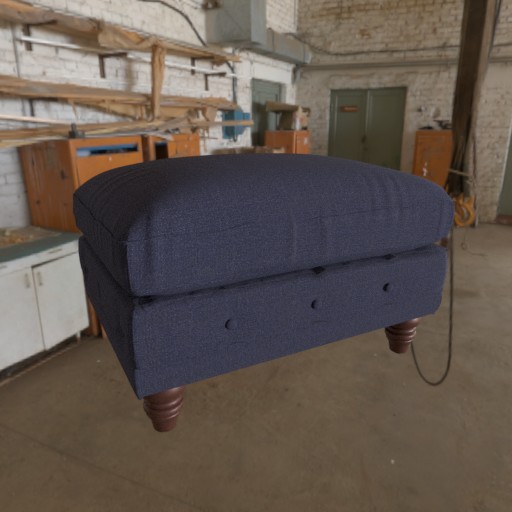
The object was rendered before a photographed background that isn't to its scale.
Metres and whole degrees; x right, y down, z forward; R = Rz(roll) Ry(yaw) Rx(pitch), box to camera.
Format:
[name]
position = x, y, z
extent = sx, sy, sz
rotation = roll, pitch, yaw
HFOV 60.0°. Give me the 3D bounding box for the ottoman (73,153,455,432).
[ottoman]
position = 0.000, 0.000, 1.100
extent = 0.767, 0.486, 0.558
rotation = -9, 19, -27
